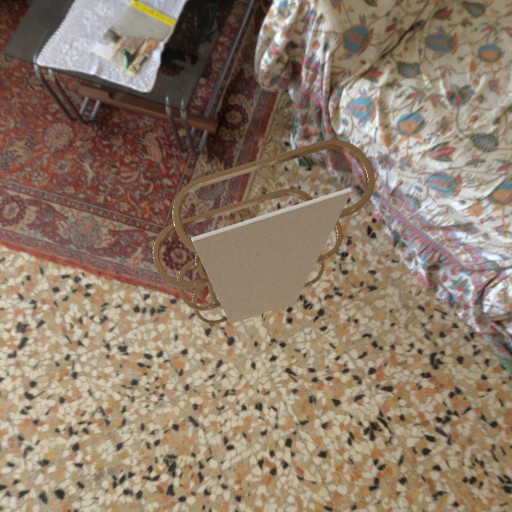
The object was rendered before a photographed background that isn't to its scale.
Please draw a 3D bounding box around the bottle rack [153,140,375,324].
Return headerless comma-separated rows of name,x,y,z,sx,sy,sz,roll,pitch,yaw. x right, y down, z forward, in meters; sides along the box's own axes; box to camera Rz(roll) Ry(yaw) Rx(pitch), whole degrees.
bottle rack,0.000,0.000,0.833,0.332,0.709,0.118,-18,75,-5
